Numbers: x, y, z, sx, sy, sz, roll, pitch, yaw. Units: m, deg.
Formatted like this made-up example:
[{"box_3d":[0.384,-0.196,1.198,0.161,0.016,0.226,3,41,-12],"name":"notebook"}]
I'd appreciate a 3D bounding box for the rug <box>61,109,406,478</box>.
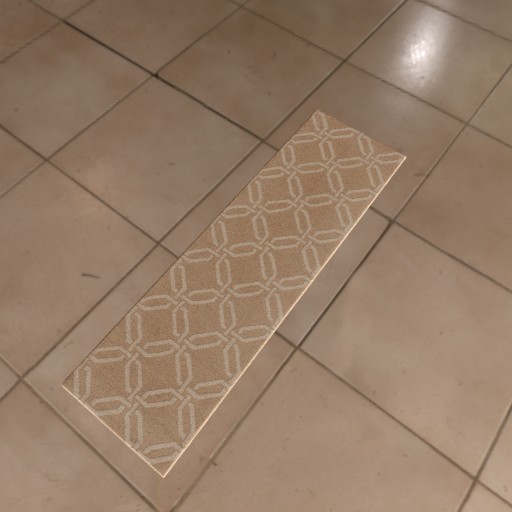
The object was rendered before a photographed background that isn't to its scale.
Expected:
[{"box_3d":[0.000,0.000,2.485,0.678,0.014,2.276,34,68,16],"name":"rug"}]
